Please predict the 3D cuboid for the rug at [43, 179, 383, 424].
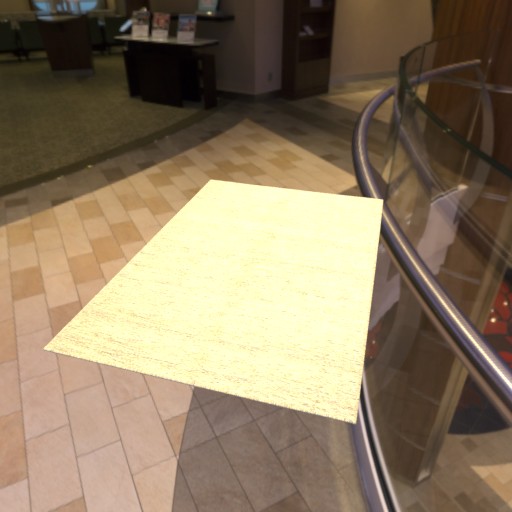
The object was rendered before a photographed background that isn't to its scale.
[{"bbox_3d":[0.000,0.000,2.388,1.250,0.015,1.850,9,33,14],"label":"rug"}]
